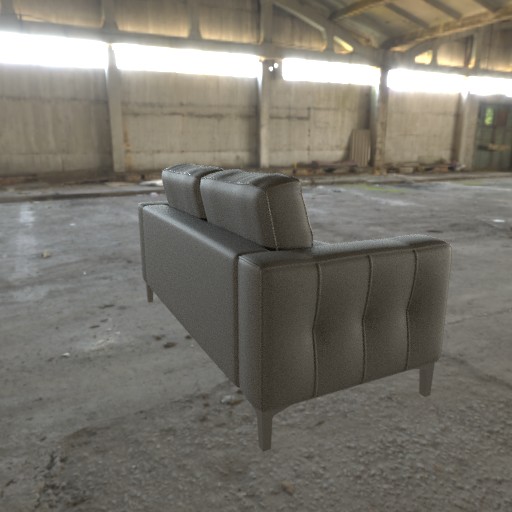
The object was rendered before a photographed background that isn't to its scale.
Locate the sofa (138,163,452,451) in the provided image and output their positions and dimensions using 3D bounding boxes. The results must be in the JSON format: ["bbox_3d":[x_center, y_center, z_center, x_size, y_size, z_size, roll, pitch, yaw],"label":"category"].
[{"bbox_3d":[0.000,0.000,2.249,0.833,0.893,1.726,-7,16,-26],"label":"sofa"}]
